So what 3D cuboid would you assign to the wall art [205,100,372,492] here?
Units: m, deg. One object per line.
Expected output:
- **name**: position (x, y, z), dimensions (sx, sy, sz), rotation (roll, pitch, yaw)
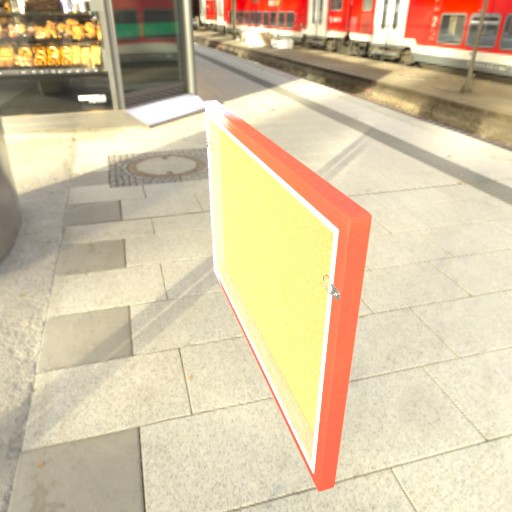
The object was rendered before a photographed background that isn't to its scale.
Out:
- **wall art**: position (0.000, 0.000, 1.129), dimensions (0.040, 0.609, 0.913), rotation (-9, 31, -16)
